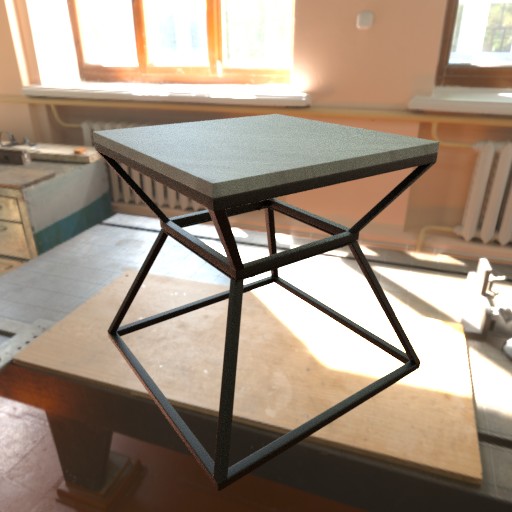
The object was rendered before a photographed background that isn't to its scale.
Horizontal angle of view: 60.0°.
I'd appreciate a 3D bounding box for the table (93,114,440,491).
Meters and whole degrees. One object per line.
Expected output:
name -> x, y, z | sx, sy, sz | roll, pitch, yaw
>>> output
table -> 0.000, 0.000, 0.814 | 0.455, 0.431, 0.455 | -17, 30, -32
